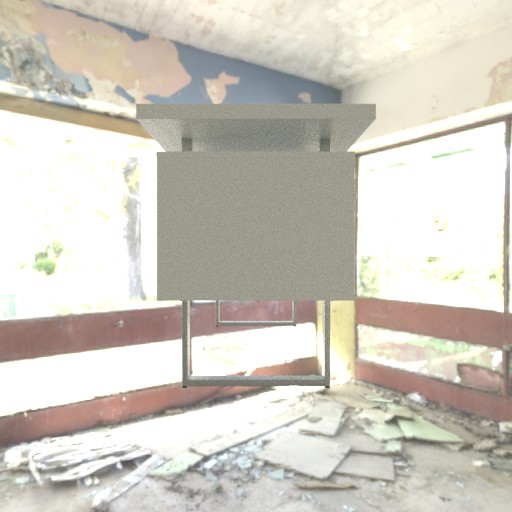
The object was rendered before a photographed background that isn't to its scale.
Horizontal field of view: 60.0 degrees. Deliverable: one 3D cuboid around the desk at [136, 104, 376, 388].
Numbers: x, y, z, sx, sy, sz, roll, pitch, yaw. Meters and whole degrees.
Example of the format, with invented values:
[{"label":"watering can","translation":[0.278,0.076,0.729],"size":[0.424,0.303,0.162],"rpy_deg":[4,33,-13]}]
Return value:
[{"label":"desk","translation":[0.000,0.000,1.879],"size":[0.603,0.773,1.530],"rpy_deg":[0,0,0]}]
